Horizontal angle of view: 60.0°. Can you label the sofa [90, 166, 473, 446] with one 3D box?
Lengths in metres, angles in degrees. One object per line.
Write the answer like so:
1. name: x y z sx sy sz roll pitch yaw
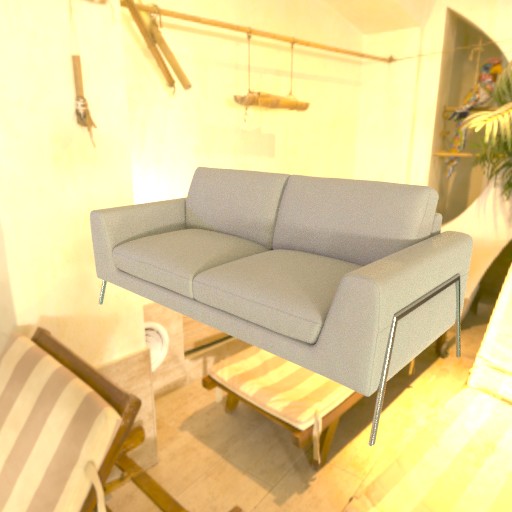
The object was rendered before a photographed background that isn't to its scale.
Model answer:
1. sofa: 0.000 0.000 2.493 2.017 0.875 0.953 14 21 41
